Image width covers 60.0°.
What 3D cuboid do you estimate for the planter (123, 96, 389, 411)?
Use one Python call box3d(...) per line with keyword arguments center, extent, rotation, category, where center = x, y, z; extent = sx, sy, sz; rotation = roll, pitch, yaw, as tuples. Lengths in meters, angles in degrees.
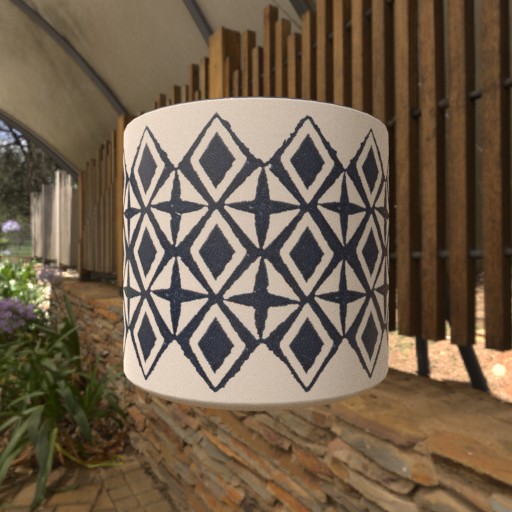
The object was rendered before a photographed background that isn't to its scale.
box3d(center=(0.000, 0.000, 0.390), extent=(0.224, 0.203, 0.224), rotation=(0, 0, 0), category="planter")
